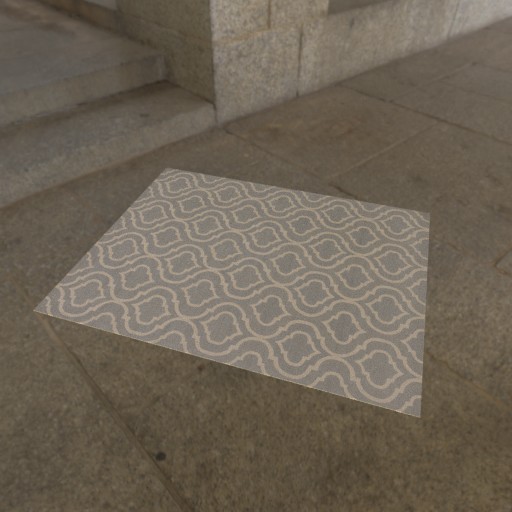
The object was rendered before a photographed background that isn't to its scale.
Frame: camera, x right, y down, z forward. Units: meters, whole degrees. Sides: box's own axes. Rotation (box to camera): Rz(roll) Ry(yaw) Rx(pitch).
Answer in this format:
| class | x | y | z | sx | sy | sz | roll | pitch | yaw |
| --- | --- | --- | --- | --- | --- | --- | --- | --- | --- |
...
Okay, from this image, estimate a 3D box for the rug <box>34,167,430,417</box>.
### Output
| class | x | y | z | sx | sy | sz | roll | pitch | yaw |
| --- | --- | --- | --- | --- | --- | --- | --- | --- | --- |
| rug | 0.000 | 0.000 | 3.922 | 2.892 | 0.006 | 2.283 | 12 | 43 | 13 |
